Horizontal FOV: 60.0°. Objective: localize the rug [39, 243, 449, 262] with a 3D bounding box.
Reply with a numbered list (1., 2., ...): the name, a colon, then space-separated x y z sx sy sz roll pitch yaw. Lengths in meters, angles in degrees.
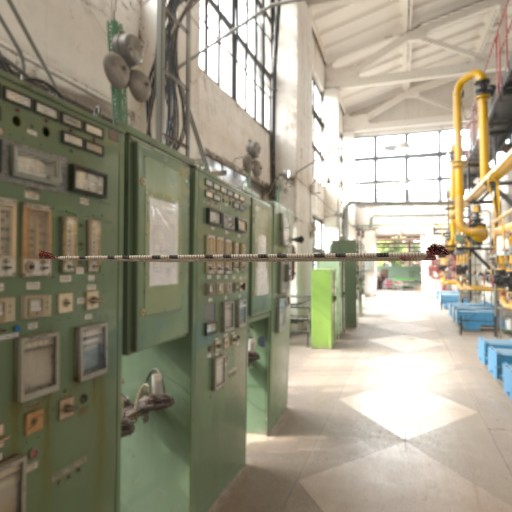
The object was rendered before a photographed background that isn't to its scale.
1. rug: 0.000 0.000 3.429 2.672 0.066 1.741 -1 -2 19
